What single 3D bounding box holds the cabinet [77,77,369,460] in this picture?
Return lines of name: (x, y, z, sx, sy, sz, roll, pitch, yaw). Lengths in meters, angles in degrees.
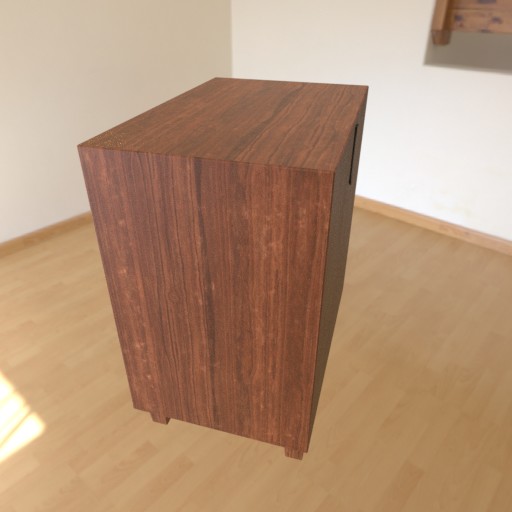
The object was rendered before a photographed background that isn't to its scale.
cabinet: (0.000, 0.000, 1.072, 0.410, 0.695, 0.607, 9, 33, 14)
